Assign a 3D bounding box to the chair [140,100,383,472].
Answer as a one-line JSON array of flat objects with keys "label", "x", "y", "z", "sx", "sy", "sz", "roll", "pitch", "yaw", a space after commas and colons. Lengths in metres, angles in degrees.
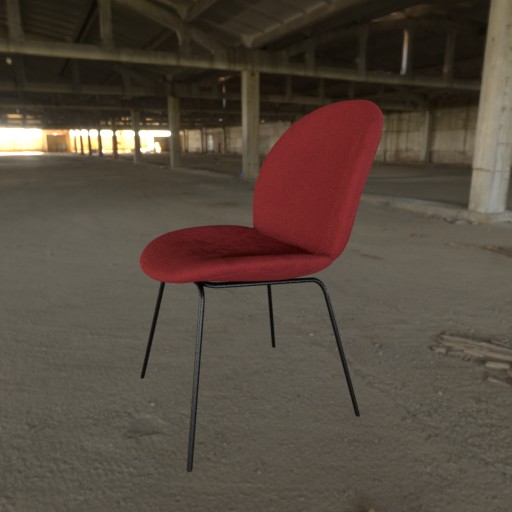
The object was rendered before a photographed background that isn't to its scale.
[{"label": "chair", "x": 0.000, "y": 0.000, "z": 1.158, "sx": 0.587, "sy": 0.791, "sz": 0.458, "roll": -7, "pitch": 16, "yaw": -26}]
